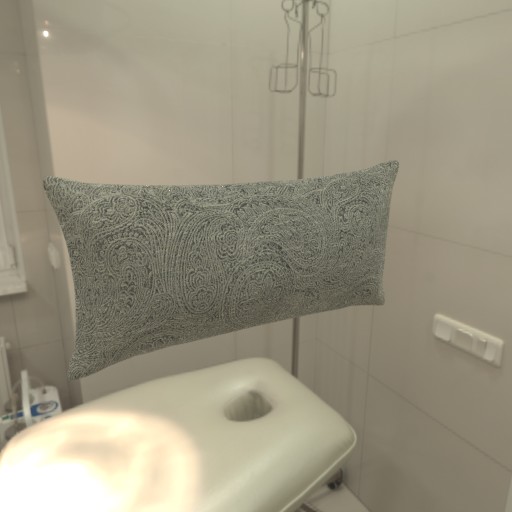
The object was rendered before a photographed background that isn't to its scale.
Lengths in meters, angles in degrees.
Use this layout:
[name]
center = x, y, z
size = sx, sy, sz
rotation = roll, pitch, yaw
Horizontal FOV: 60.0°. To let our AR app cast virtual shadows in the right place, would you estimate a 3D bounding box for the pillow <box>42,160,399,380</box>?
[pillow]
center = 0.000, 0.000, 0.742
size = 0.615, 0.295, 0.151
rotation = -8, 18, -27
